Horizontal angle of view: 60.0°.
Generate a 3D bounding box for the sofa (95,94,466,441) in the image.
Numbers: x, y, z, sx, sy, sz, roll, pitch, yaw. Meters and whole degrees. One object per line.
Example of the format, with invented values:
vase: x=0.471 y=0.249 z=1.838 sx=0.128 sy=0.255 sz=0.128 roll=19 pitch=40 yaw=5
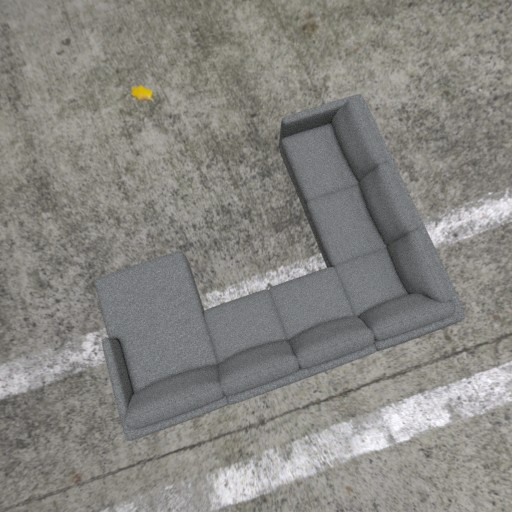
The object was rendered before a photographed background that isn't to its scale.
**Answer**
sofa: x=0.000 y=0.000 z=4.465 sx=3.238 sy=0.853 sz=2.551 roll=-19 pitch=75 yaw=-5
